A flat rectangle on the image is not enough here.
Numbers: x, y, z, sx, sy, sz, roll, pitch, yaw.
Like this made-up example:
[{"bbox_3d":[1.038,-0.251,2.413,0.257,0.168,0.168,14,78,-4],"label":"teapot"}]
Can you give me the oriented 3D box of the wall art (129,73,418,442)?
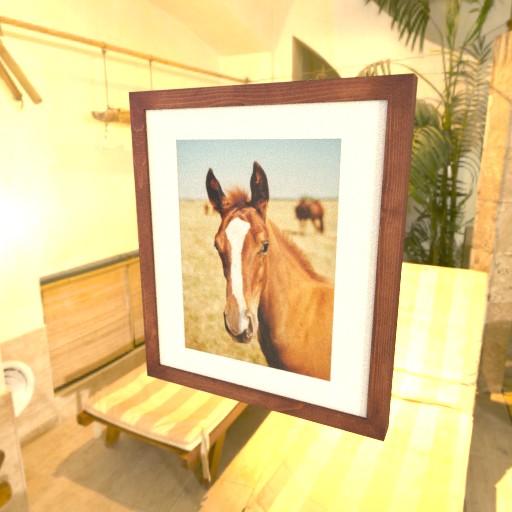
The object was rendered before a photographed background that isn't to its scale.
[{"bbox_3d":[0.000,0.000,0.527,0.330,0.381,0.030,7,16,25],"label":"wall art"}]
